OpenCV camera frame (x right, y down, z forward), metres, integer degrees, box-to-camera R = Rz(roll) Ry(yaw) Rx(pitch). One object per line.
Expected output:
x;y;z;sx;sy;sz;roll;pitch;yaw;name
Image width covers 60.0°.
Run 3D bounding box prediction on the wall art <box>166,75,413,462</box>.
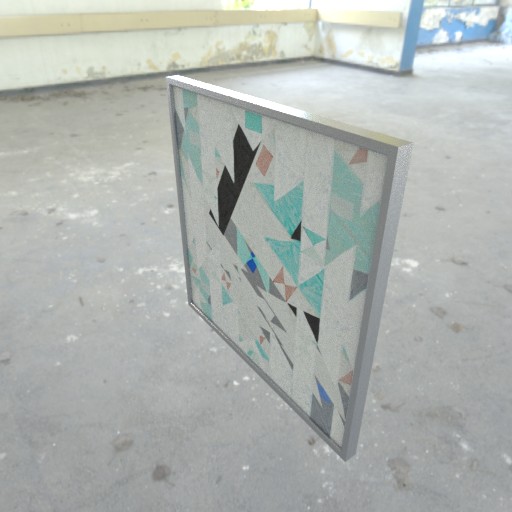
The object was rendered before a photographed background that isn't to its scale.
0.000;0.000;1.194;0.038;0.806;0.806;-21;37;-31;wall art
